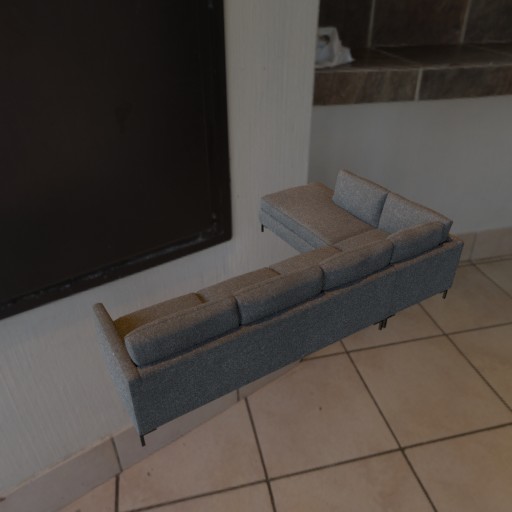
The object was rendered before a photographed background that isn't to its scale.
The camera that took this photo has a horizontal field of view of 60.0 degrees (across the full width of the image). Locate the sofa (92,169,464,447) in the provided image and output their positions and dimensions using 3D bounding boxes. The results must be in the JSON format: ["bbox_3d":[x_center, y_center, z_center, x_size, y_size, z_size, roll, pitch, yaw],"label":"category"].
[{"bbox_3d":[0.000,0.000,3.894,2.949,0.815,2.007,-18,37,-26],"label":"sofa"}]
